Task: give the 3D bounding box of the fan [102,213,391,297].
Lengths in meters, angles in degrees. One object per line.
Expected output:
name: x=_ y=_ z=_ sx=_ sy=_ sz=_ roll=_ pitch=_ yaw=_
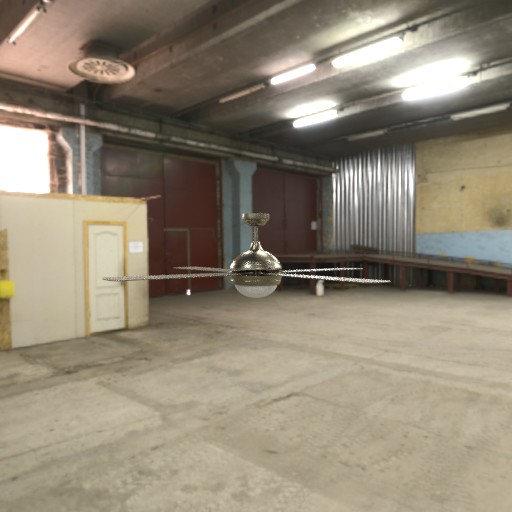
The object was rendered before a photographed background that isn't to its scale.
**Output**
fan: x=0.000 y=0.000 z=2.031 sx=1.321 sy=0.381 sz=1.321 roll=0 pitch=1 yaw=-17
